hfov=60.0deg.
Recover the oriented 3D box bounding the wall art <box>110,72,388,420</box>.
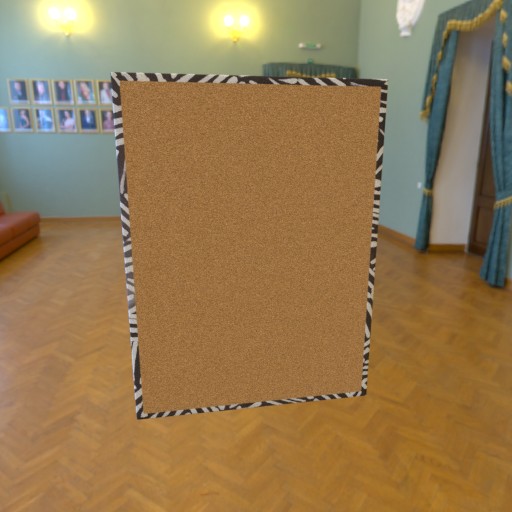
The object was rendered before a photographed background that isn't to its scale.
[{"bbox_3d":[0.000,0.000,1.344,0.765,1.017,0.038,-3,15,-10],"label":"wall art"}]
